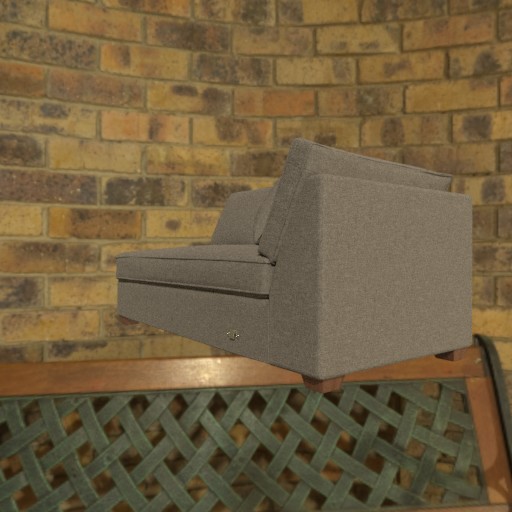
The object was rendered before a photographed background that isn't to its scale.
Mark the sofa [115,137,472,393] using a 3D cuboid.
[{"bbox_3d":[0.000,0.000,2.810,1.110,1.033,2.237,0,0,-36],"label":"sofa"}]
